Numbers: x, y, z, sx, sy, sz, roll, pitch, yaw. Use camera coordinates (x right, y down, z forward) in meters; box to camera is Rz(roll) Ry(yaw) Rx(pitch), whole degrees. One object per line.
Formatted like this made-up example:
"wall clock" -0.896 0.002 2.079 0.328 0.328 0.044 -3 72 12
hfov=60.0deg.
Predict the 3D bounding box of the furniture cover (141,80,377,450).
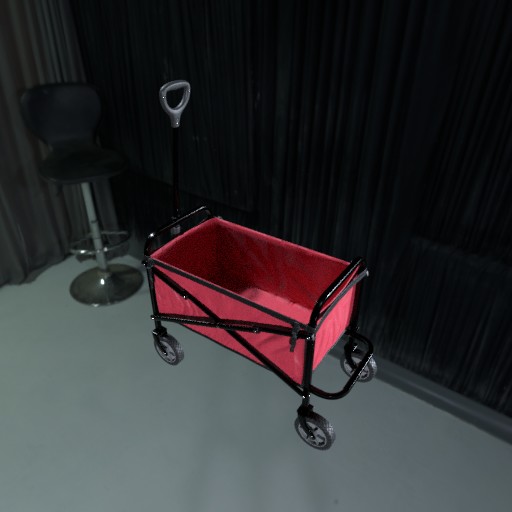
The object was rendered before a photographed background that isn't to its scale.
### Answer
"furniture cover" 0.000 0.000 1.839 1.038 1.295 0.532 20 38 29
